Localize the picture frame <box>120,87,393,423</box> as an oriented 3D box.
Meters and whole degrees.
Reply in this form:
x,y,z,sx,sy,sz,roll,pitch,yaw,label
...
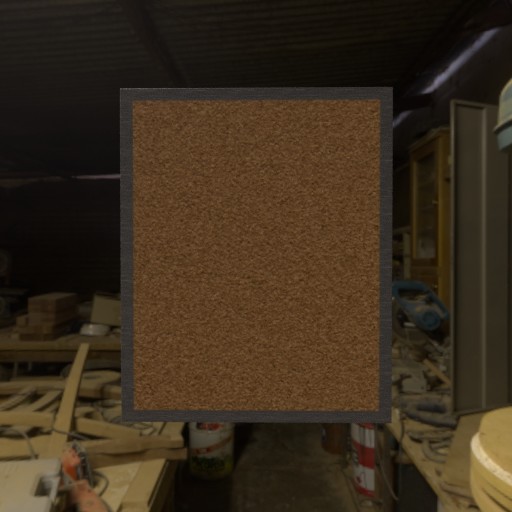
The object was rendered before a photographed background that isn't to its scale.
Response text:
x,y,z,sx,sy,sz,roll,pitch,yaw,label
0.000,0.000,0.754,0.454,0.559,0.029,0,1,1,picture frame
